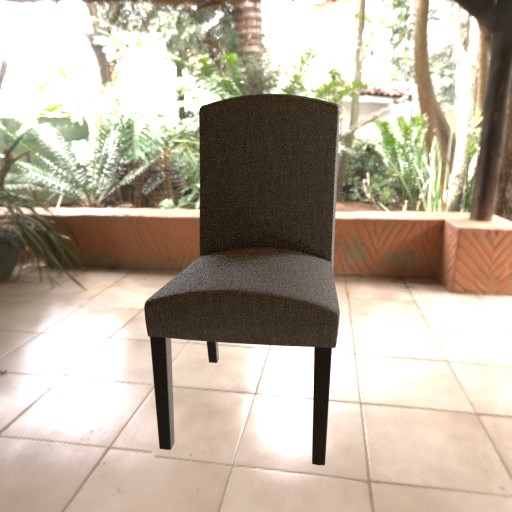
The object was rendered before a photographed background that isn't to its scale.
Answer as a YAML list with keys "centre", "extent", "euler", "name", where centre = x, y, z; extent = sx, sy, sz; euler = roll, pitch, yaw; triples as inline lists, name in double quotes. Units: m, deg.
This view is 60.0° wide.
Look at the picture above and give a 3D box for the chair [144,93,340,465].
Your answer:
- centre: [0.000, 0.000, 1.243]
  extent: [0.451, 0.917, 0.580]
  euler: [2, 14, 8]
  name: "chair"
